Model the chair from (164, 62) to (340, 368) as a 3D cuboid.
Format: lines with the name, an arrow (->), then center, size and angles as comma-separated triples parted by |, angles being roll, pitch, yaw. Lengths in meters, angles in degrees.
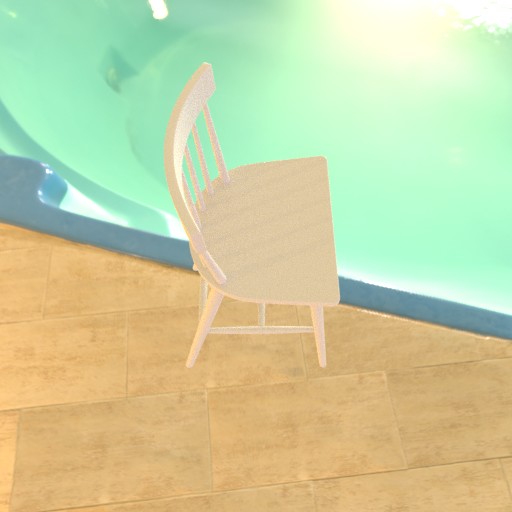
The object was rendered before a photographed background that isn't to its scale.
chair -> 0.000, 0.000, 1.425 | 0.572, 1.092, 0.483 | 0, 63, 0
